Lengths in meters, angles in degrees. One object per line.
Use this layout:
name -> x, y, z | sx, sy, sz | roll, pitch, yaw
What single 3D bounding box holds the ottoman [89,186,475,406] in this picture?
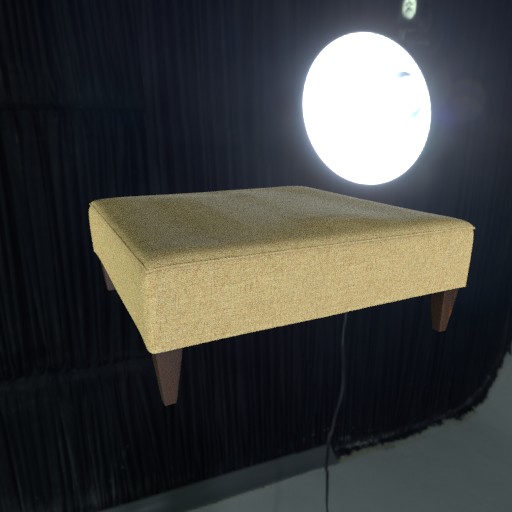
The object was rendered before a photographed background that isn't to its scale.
ottoman -> 0.000, 0.000, 1.544 | 0.981, 0.378, 0.970 | -8, 18, -25
